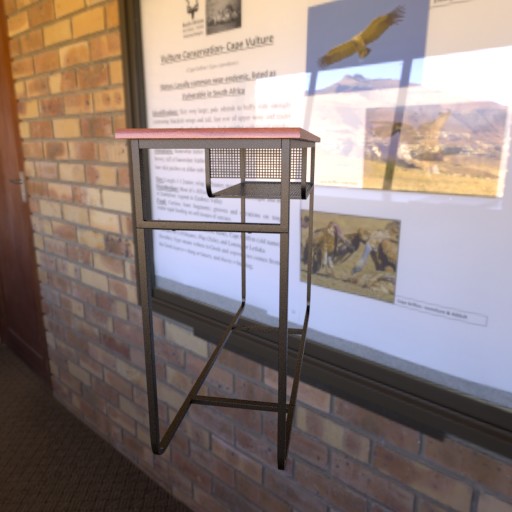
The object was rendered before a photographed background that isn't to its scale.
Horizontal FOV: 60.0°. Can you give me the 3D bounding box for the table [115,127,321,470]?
[{"bbox_3d":[0.000,0.000,1.424,0.350,0.750,1.100,2,14,10],"label":"table"}]
